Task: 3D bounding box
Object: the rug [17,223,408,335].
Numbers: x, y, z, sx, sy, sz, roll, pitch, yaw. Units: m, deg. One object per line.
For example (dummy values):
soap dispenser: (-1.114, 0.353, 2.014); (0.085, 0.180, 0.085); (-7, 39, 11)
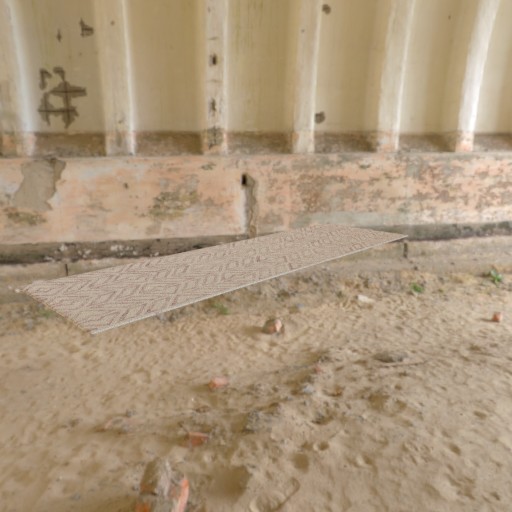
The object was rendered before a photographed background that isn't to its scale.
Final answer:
rug: (0.000, 0.000, 2.662); (0.750, 0.009, 2.435); (13, 19, 43)
